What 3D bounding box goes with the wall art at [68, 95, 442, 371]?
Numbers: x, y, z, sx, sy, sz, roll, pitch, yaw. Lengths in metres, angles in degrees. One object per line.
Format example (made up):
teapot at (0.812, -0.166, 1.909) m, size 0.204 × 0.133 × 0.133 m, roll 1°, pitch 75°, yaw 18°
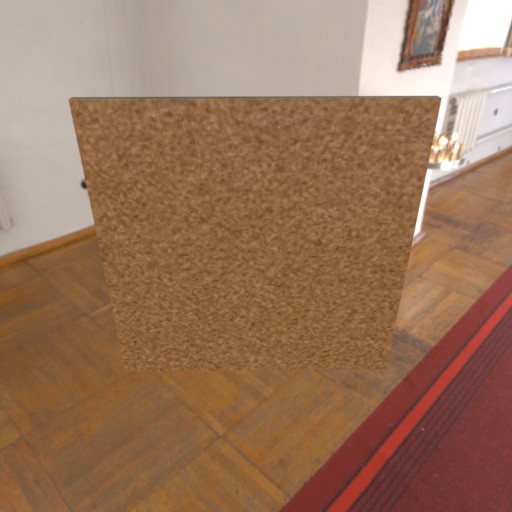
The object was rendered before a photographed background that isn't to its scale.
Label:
wall art at (0.000, 0.000, 0.648) m, size 0.446 × 0.445 × 0.014 m, roll 0°, pitch 31°, yaw -1°
